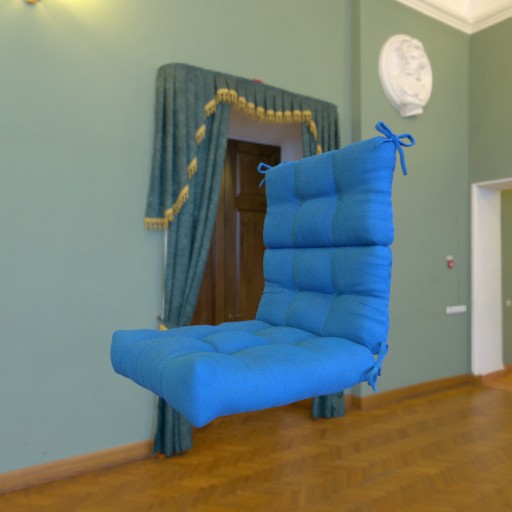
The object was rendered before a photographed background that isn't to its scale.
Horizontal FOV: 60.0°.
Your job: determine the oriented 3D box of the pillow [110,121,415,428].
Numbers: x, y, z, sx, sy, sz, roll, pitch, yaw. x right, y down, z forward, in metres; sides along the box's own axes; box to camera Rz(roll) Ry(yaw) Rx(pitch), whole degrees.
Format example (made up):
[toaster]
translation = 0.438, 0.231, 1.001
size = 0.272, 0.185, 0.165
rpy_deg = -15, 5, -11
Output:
[pillow]
translation = 0.000, 0.000, 1.056
size = 0.571, 0.605, 0.519
rpy_deg = 0, 0, -34
